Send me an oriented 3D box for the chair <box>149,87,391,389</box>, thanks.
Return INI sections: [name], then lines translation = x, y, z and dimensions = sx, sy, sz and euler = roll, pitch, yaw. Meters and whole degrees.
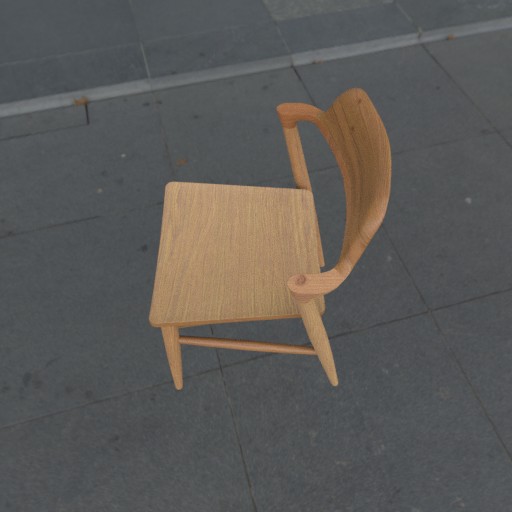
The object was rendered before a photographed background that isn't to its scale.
[chair]
translation = 0.000, 0.000, 1.147
dimensions = 0.499, 0.792, 0.512
euler = -1, 57, 0
